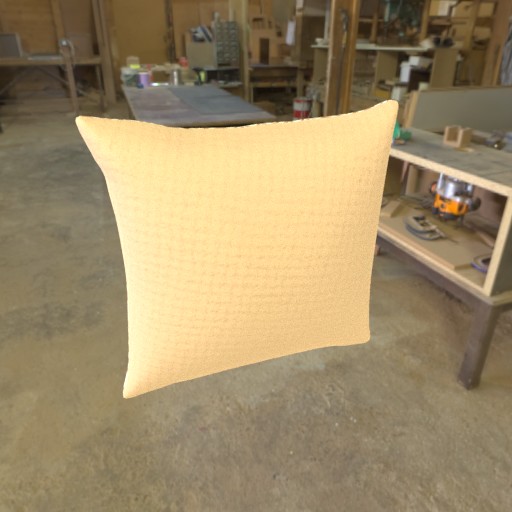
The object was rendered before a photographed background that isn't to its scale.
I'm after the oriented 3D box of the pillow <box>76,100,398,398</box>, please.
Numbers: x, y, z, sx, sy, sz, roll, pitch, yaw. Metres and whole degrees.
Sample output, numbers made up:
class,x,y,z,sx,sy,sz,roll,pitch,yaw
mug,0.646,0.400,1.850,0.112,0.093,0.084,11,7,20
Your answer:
class,x,y,z,sx,sy,sz,roll,pitch,yaw
pillow,0.000,0.000,0.632,0.419,0.407,0.173,-9,28,-17
